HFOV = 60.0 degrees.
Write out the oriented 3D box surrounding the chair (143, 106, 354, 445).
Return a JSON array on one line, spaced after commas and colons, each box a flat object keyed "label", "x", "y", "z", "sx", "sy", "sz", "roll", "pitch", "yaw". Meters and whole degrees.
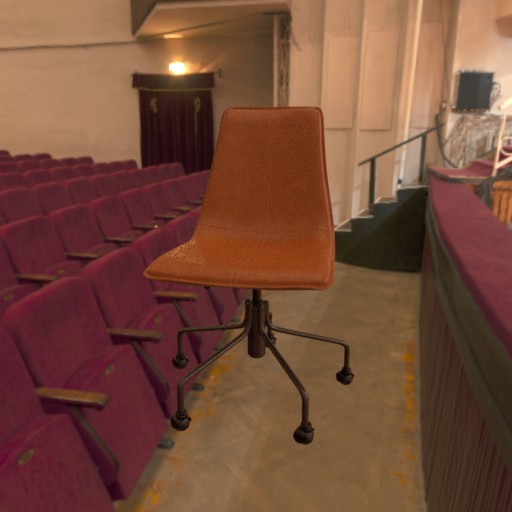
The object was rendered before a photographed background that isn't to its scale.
[{"label": "chair", "x": 0.000, "y": 0.000, "z": 1.382, "sx": 0.651, "sy": 0.920, "sz": 0.660, "roll": 3, "pitch": 15, "yaw": 10}]
